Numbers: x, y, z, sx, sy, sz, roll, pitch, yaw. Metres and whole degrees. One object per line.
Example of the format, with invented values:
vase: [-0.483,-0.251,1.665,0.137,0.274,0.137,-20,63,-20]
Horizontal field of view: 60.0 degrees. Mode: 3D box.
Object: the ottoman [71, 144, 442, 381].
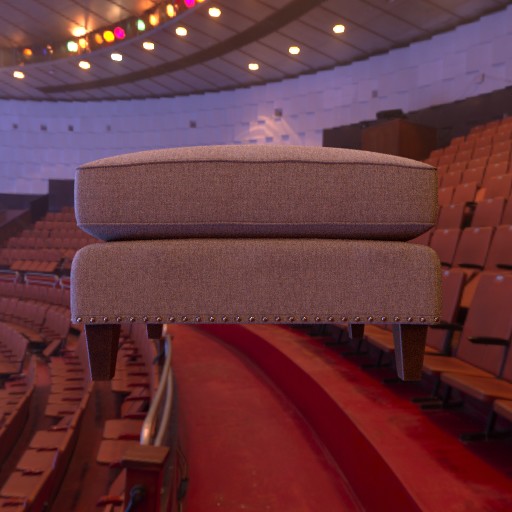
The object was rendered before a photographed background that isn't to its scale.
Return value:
ottoman: [0.000,0.000,1.160,0.741,0.513,0.584,0,0,0]
